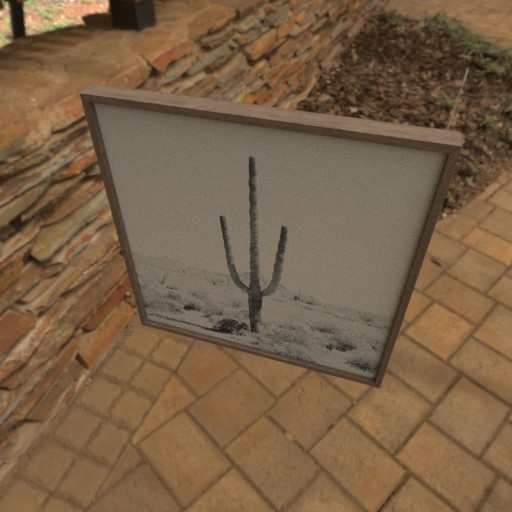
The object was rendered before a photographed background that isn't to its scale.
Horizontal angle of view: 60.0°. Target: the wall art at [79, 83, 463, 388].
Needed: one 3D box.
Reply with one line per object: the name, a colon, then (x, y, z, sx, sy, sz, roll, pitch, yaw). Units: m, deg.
wall art: (0.000, 0.000, 0.747, 0.508, 0.508, 0.038, 12, 43, 13)
